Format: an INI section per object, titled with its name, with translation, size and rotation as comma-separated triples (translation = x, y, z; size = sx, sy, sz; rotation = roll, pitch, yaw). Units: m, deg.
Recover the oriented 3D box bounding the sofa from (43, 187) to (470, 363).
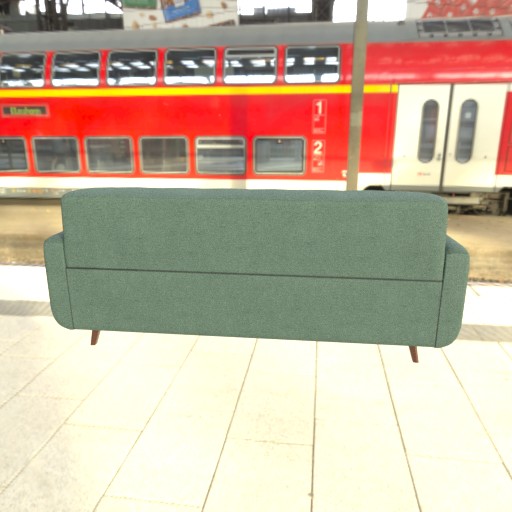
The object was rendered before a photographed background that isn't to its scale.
[sofa]
translation = 0.000, 0.000, 2.545
size = 2.029, 0.841, 0.909
rotation = 2, 16, 6
